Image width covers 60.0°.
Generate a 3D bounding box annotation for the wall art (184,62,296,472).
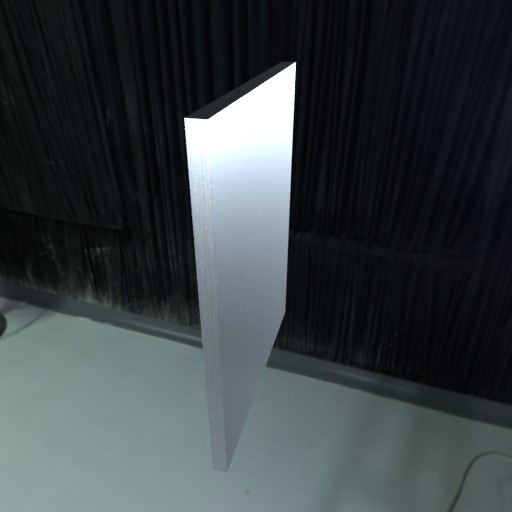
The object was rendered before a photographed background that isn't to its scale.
[{"bbox_3d":[0.000,0.000,0.769,0.025,0.569,0.444,8,32,13],"label":"wall art"}]
